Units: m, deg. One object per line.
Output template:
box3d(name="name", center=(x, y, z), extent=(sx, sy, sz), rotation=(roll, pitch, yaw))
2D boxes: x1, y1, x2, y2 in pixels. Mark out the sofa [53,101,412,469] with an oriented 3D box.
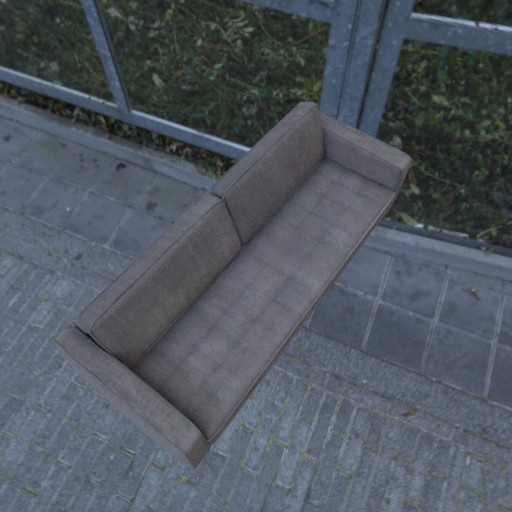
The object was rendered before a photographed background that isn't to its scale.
box3d(name="sofa", center=(0.000, 0.000, 2.713), extent=(0.923, 0.813, 2.295), rotation=(32, 64, 18))
